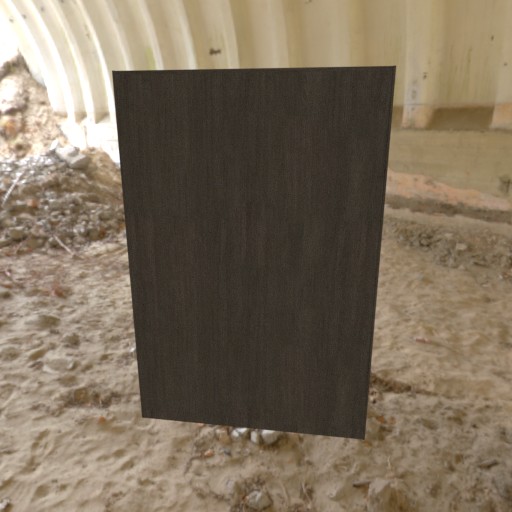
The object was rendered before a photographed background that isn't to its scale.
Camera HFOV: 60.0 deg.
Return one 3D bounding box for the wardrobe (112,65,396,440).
[{"bbox_3d":[0.000,0.000,2.503,1.290,1.910,0.510,2,17,8],"label":"wardrobe"}]
